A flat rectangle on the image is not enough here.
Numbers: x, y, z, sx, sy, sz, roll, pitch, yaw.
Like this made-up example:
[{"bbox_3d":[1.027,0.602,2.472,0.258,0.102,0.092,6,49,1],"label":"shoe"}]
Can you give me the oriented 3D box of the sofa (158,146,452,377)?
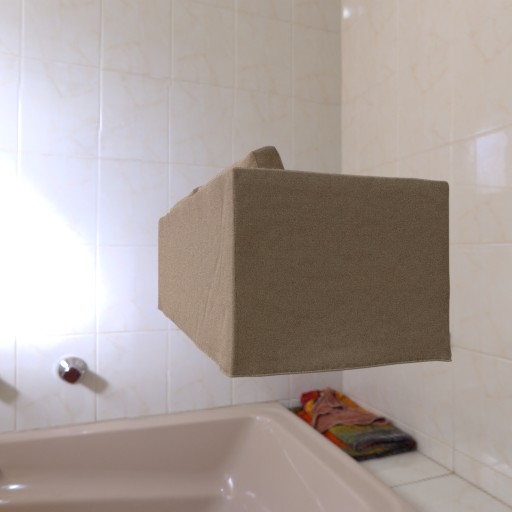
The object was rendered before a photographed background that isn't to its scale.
[{"bbox_3d":[0.000,0.000,2.726,0.962,0.853,2.312,0,0,-19],"label":"sofa"}]
